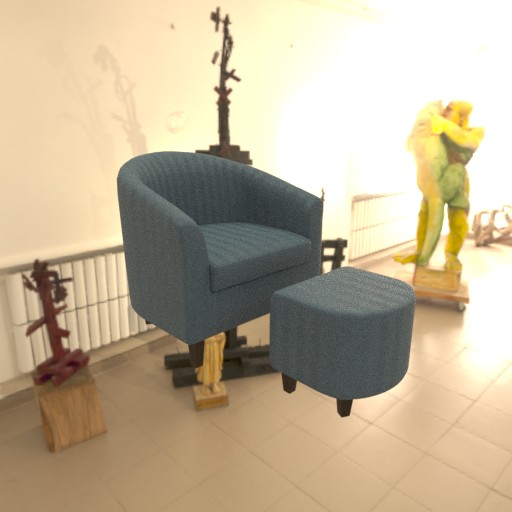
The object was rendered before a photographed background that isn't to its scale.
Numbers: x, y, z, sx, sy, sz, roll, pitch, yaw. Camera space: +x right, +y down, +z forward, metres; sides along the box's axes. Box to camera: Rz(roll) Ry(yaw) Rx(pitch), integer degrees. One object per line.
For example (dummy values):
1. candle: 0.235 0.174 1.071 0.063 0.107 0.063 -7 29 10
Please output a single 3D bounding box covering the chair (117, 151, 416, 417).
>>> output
1. chair: 0.000 0.000 1.757 0.756 0.757 1.288 -16 23 -42
